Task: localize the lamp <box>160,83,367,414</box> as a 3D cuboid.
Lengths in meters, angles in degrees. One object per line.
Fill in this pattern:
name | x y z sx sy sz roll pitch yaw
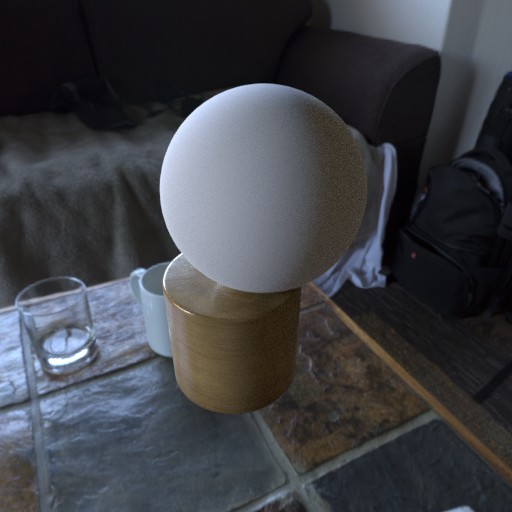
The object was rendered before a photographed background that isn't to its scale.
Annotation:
lamp | 0.000 0.000 0.341 0.152 0.250 0.141 11 35 16
